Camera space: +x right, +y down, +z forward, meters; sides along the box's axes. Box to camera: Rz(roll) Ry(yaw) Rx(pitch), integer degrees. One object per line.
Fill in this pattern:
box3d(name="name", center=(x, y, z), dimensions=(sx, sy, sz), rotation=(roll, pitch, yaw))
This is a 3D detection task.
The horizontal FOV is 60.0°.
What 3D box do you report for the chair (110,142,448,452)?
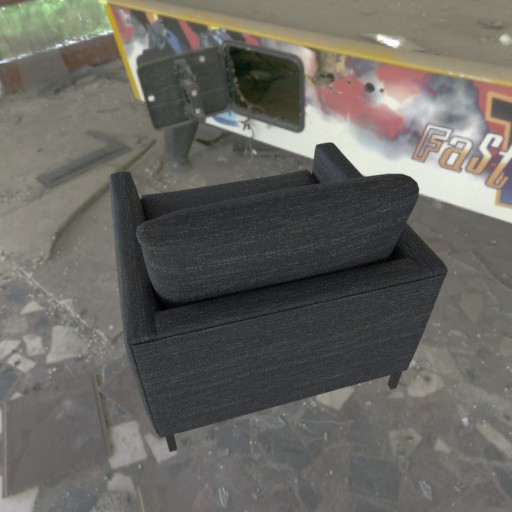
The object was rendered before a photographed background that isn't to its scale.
box3d(name="chair", center=(0.000, 0.000, 1.628), dimensions=(0.963, 0.861, 0.866), rotation=(-11, 42, -12))
